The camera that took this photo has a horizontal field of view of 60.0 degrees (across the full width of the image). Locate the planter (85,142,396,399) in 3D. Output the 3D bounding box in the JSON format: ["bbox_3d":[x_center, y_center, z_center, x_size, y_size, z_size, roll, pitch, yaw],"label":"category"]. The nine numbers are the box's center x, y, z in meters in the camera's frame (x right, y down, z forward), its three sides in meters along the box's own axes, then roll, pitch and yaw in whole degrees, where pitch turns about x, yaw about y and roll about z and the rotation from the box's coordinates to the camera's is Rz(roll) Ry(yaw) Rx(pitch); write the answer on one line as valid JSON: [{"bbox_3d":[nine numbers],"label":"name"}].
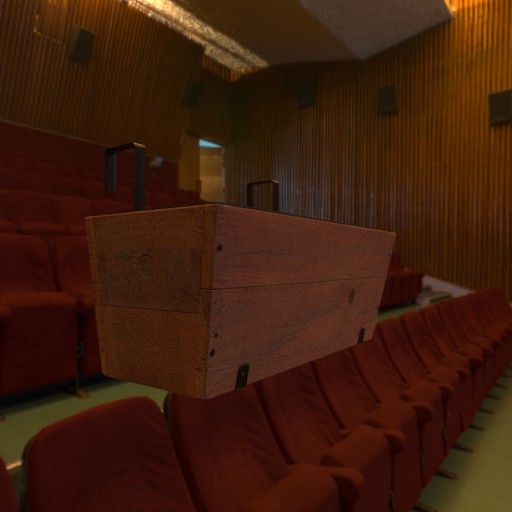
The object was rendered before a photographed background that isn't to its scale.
[{"bbox_3d":[0.000,0.000,0.660,0.262,0.289,0.480,-1,-1,36],"label":"planter"}]
